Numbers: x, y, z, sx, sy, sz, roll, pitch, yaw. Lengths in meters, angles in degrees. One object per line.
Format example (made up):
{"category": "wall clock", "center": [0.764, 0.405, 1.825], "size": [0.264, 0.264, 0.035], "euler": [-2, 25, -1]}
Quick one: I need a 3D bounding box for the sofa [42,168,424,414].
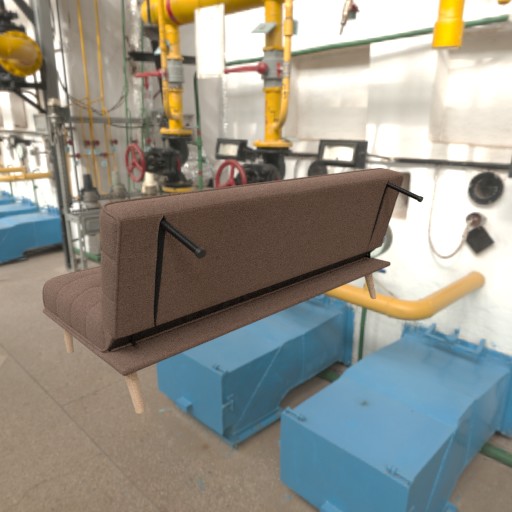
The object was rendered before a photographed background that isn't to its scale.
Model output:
{"category": "sofa", "center": [0.000, 0.000, 2.285], "size": [1.820, 0.810, 1.038], "euler": [-16, 23, -42]}
